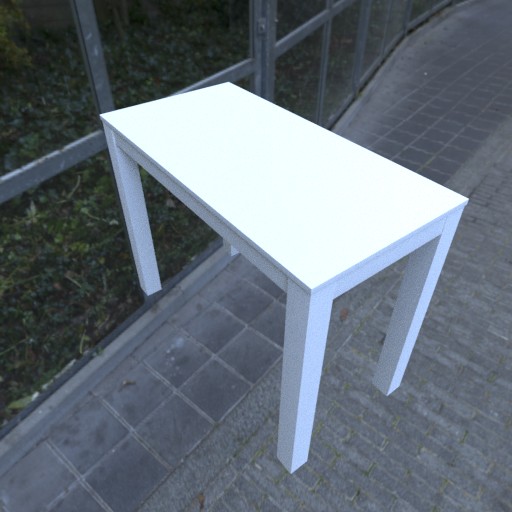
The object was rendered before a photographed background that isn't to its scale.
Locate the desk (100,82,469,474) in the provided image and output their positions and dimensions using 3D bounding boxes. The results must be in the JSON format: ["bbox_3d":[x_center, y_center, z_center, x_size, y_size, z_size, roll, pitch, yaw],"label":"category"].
[{"bbox_3d":[0.000,0.000,1.467,0.497,0.762,0.990,-26,47,-27],"label":"desk"}]
